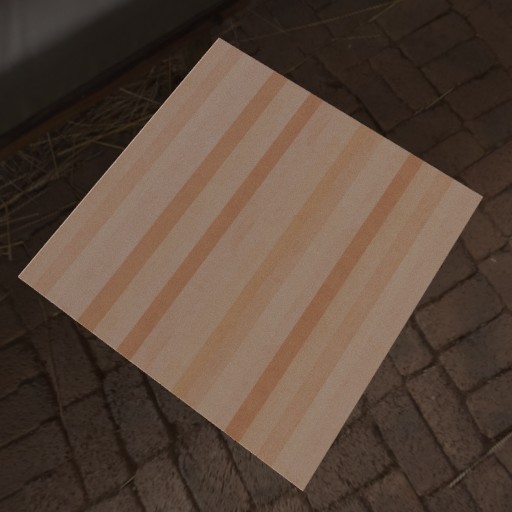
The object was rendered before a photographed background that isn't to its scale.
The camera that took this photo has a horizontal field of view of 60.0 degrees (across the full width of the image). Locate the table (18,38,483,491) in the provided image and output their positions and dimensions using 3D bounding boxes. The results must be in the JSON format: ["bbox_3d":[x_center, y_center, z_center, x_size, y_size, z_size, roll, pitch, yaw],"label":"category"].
[{"bbox_3d":[0.000,0.000,1.412,0.900,0.450,0.900,34,79,8],"label":"table"}]
